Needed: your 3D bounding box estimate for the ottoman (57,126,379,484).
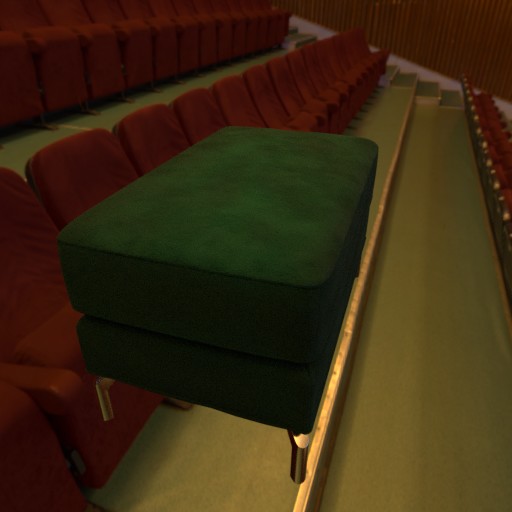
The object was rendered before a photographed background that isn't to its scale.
[{"bbox_3d":[0.000,0.000,1.222,0.536,0.533,0.886,10,31,16],"label":"ottoman"}]
